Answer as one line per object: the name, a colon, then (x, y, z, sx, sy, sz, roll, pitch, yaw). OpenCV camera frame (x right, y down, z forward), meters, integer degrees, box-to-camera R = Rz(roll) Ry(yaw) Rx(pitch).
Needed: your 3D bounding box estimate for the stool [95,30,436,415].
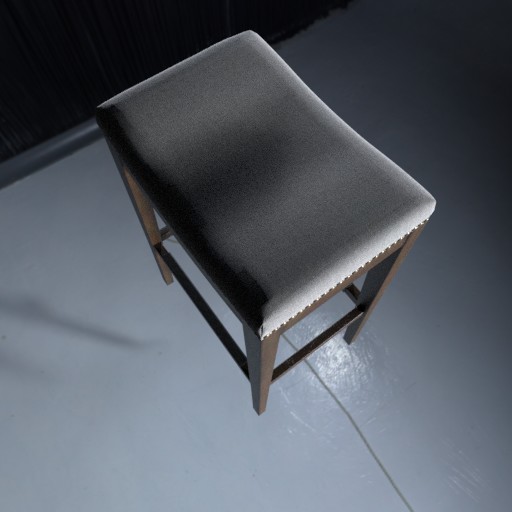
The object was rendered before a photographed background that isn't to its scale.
stool: (0.000, 0.000, 1.022, 0.356, 0.762, 0.508, -34, 69, -15)
